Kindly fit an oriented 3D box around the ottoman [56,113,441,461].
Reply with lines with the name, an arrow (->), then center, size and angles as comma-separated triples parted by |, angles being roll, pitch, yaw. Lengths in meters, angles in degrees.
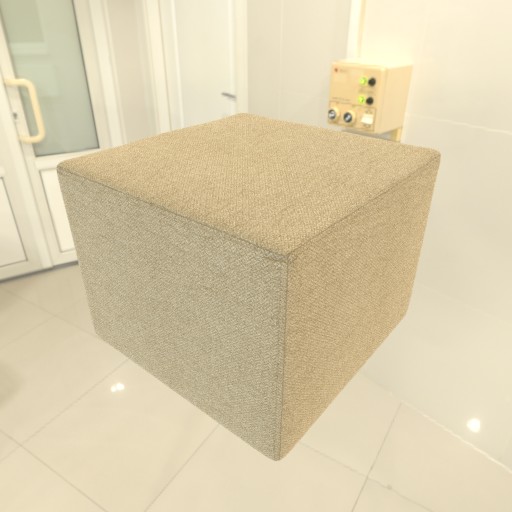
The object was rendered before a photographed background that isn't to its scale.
ottoman -> 0.000, 0.000, 0.885 | 0.508, 0.432, 0.508 | 22, 37, 33
